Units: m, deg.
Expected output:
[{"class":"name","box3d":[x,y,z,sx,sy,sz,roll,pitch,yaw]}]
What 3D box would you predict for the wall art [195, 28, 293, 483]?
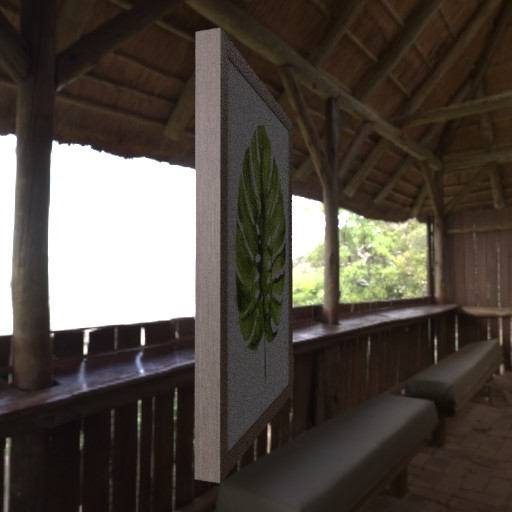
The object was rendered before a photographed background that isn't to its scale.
[{"class":"wall art","box3d":[0.000,0.000,0.670,0.032,0.510,0.358,0,-1,18]}]
